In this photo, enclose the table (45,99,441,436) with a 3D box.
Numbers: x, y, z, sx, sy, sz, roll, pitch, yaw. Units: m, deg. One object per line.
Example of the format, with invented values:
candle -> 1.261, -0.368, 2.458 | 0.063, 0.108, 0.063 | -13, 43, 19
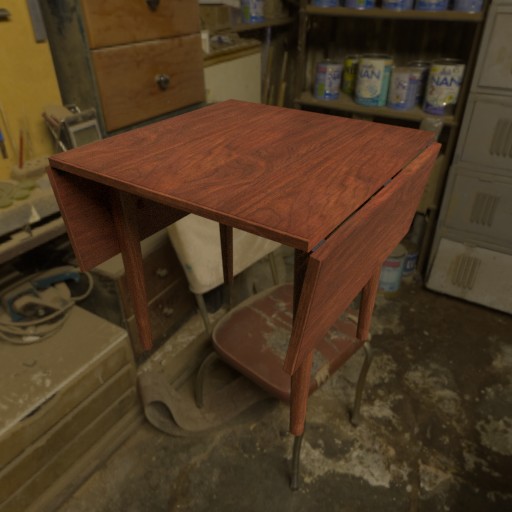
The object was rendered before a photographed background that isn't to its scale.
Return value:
table -> 0.000, 0.000, 1.474 | 0.843, 0.763, 0.812 | 20, 37, 29
